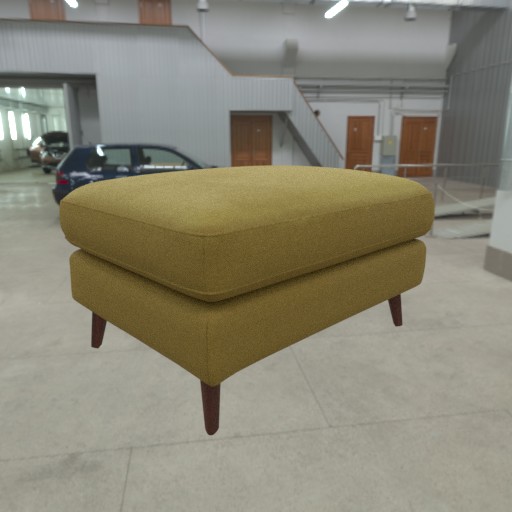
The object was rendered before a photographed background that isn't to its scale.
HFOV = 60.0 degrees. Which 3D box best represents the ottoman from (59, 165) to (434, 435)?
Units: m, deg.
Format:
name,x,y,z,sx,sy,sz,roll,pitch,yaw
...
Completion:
name,x,y,z,sx,sy,sz,roll,pitch,yaw
ottoman,0.000,0.000,1.164,0.811,0.449,0.608,-14,21,-42
